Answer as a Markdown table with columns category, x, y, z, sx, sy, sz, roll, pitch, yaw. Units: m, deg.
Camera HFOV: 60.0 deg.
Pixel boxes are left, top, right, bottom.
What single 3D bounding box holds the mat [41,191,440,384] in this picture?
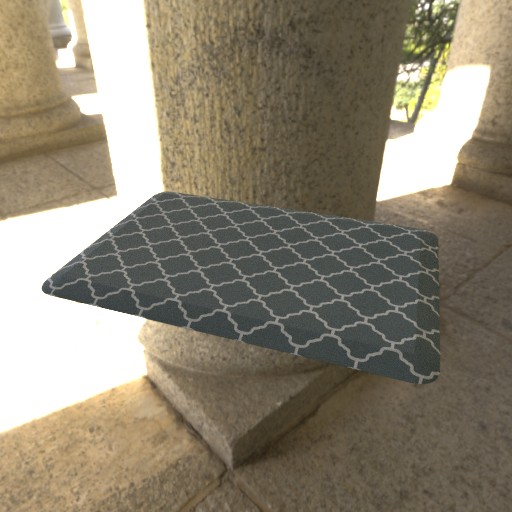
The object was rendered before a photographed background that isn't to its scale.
| category | x | y | z | sx | sy | sz | roll | pitch | yaw |
| --- | --- | --- | --- | --- | --- | --- | --- | --- | --- |
| mat | 0.000 | 0.000 | 0.972 | 0.762 | 0.021 | 0.508 | 10 | 34 | 16 |
